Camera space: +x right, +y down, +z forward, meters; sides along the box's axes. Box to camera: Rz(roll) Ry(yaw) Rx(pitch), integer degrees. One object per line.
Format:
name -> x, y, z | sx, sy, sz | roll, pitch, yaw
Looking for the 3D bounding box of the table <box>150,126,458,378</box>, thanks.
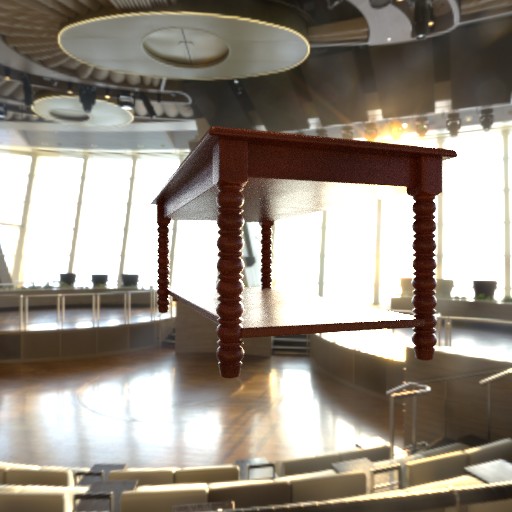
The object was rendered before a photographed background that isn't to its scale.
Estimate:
table -> 0.000, 0.000, 1.465 | 0.580, 0.485, 1.171 | 0, 0, -19
